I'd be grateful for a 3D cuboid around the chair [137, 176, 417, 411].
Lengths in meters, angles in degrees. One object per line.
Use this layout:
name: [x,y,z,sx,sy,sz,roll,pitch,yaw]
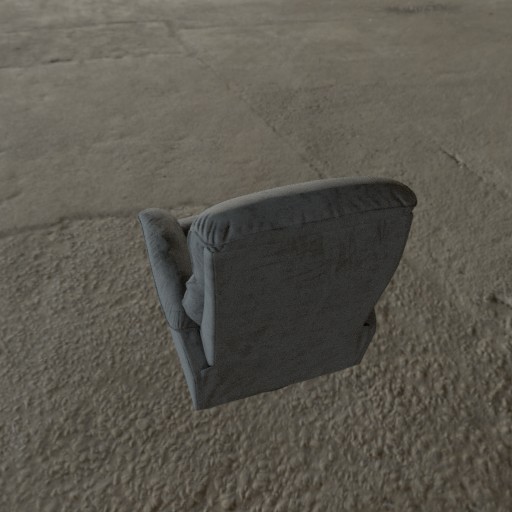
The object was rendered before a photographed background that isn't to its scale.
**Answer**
chair: [0.000,0.000,1.746,0.820,1.037,1.004,-12,39,-15]
